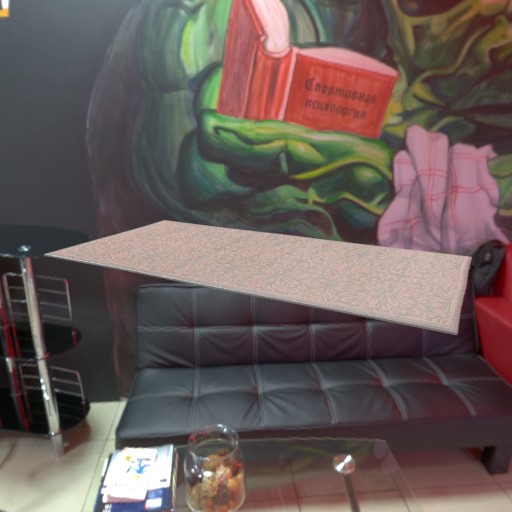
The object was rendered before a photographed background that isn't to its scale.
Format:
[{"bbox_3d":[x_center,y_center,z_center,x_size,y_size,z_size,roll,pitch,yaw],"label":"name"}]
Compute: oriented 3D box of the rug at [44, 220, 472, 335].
[{"bbox_3d":[0.000,0.000,1.407,1.219,0.007,0.604,8,18,26],"label":"rug"}]
